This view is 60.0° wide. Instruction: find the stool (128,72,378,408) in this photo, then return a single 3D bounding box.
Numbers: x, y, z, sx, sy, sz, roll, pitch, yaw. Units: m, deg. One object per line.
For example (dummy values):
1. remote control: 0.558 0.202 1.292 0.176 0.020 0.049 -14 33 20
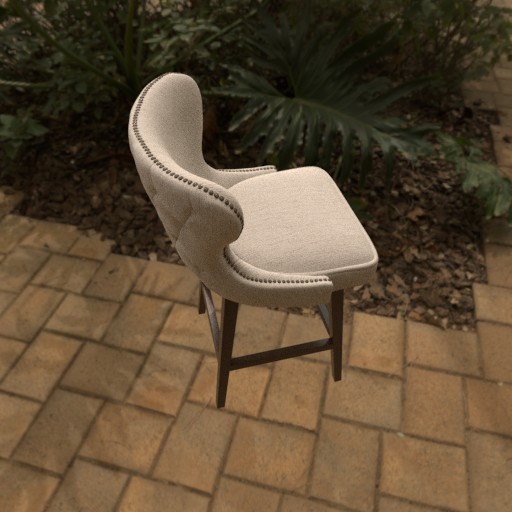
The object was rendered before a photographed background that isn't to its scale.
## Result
1. stool: 0.000 0.000 1.377 0.597 0.972 0.615 -10 46 -10
